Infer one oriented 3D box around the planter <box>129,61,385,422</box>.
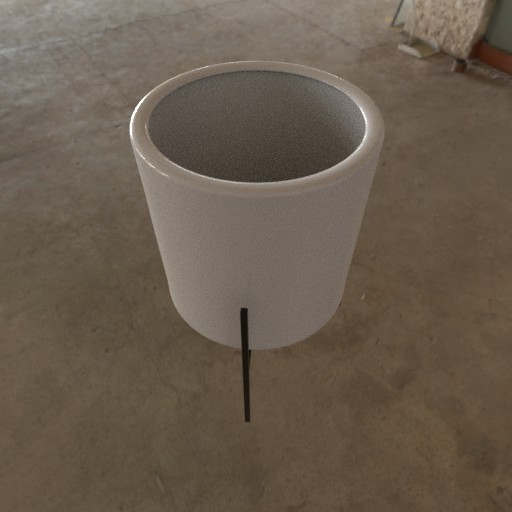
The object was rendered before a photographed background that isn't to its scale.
[{"bbox_3d":[0.000,0.000,0.637,0.307,0.431,0.308,4,47,3],"label":"planter"}]
